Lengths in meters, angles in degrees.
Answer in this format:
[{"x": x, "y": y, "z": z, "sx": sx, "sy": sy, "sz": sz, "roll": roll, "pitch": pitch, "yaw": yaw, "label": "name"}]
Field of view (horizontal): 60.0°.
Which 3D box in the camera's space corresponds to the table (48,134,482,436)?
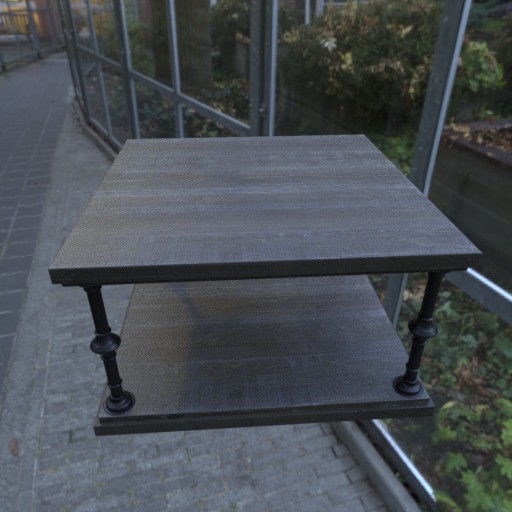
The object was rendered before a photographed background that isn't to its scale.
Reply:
[{"x": 0.000, "y": 0.000, "z": 1.108, "sx": 0.696, "sy": 0.400, "sz": 0.696, "roll": -2, "pitch": 31, "yaw": -4, "label": "table"}]
